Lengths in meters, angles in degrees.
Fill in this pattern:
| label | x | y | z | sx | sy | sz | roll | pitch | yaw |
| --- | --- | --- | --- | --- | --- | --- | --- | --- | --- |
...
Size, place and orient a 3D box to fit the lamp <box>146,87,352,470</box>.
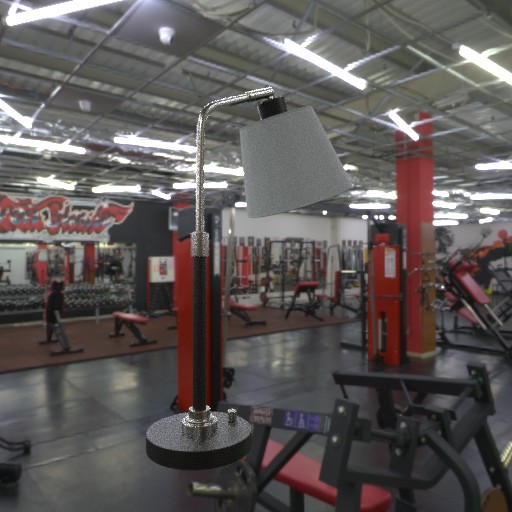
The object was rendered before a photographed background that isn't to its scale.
| label | x | y | z | sx | sy | sz | roll | pitch | yaw |
| --- | --- | --- | --- | --- | --- | --- | --- | --- | --- |
| lamp | 0.000 | 0.000 | 0.690 | 0.348 | 0.539 | 0.181 | 0 | -1 | -37 |
